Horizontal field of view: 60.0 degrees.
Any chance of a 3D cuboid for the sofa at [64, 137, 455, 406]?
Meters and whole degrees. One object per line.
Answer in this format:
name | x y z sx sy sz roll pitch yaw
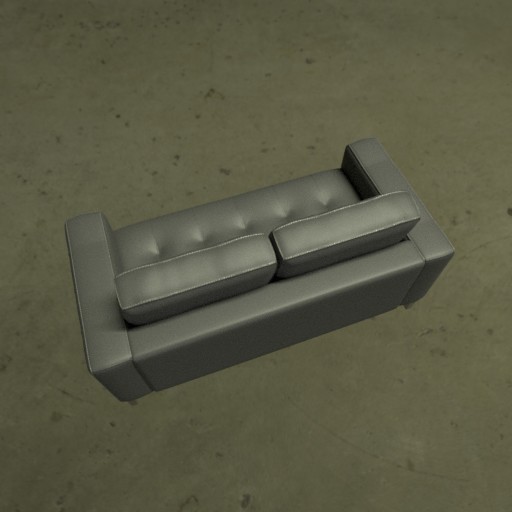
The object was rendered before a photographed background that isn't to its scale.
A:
sofa | 0.000 0.000 2.256 1.726 0.892 0.833 -17 60 -10
